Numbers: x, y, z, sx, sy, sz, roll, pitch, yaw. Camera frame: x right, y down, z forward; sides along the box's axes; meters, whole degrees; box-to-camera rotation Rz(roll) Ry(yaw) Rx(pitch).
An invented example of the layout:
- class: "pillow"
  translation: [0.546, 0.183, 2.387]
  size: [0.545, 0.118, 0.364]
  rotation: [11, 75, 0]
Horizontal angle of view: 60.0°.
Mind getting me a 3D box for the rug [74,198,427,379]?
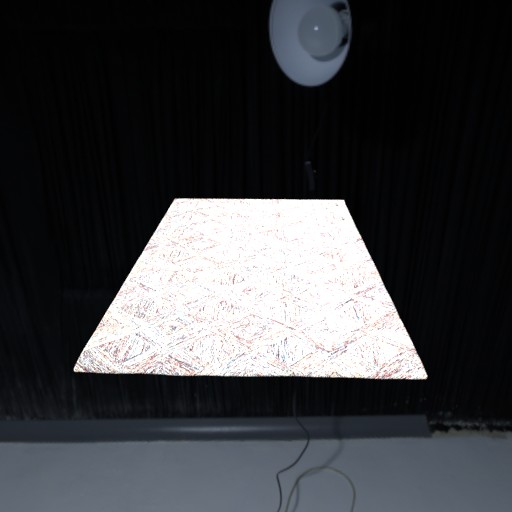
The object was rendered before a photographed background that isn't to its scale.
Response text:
- class: "rug"
  translation: [0.000, 0.000, 2.197]
  size: [1.143, 0.014, 1.761]
  rotation: [1, 25, 1]
